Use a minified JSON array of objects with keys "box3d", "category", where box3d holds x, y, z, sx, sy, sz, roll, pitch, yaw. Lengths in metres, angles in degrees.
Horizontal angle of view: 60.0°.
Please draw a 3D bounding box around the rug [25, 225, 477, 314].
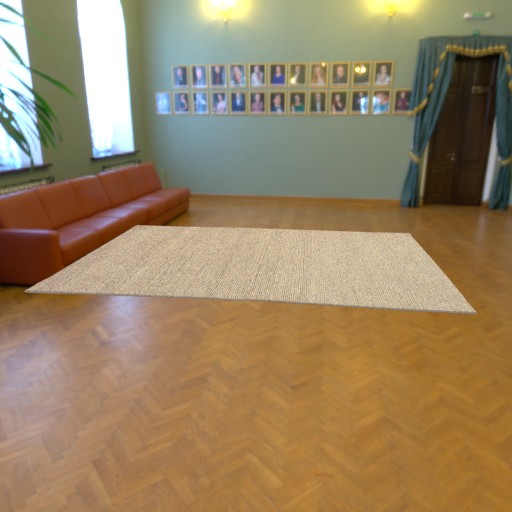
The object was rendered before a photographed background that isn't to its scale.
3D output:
[{"box3d":[0.000,0.000,3.012,2.342,0.030,1.609,2,17,7],"category":"rug"}]
